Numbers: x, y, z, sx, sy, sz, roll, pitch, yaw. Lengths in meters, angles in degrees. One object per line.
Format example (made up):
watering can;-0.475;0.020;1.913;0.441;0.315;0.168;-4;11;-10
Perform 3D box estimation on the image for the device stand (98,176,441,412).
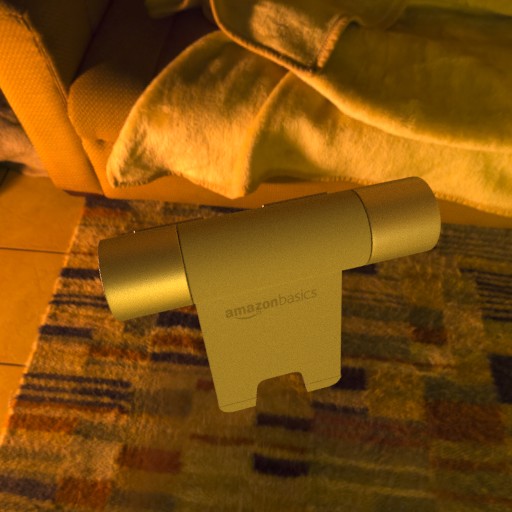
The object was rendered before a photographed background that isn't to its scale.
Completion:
device stand;0.000;0.000;0.155;0.086;0.084;0.079;-12;58;-8
